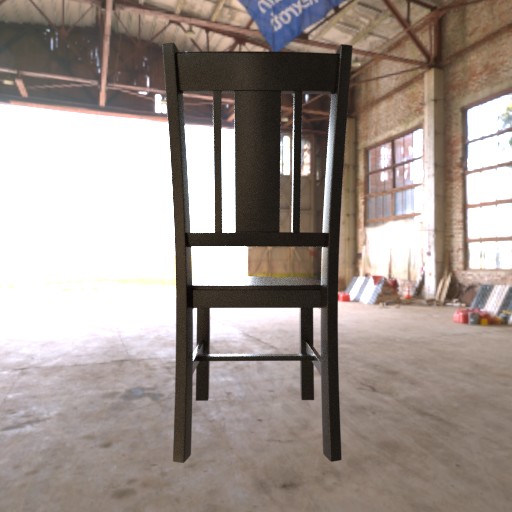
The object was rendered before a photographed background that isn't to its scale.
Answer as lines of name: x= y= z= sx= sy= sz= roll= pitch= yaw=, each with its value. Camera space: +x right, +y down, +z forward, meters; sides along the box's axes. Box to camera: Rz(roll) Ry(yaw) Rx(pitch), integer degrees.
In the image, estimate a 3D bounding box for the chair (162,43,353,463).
chair: x=0.000 y=0.000 z=1.297 sx=0.450 sy=0.998 sz=0.555 roll=0 pitch=0 yaw=-1
